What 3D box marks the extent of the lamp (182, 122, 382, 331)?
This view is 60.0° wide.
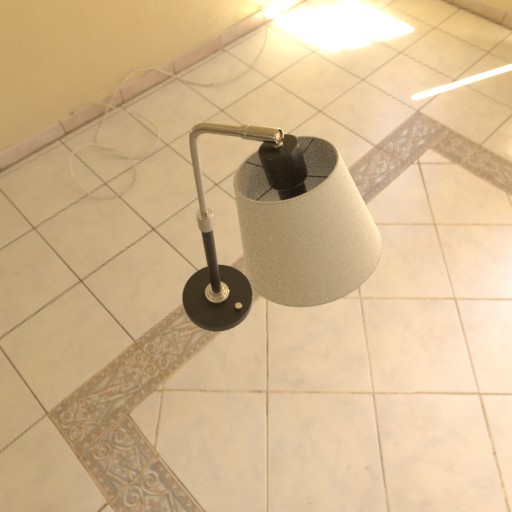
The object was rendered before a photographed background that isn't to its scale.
[{"bbox_3d":[0.000,0.000,0.693,0.348,0.539,0.181,31,63,18],"label":"lamp"}]
